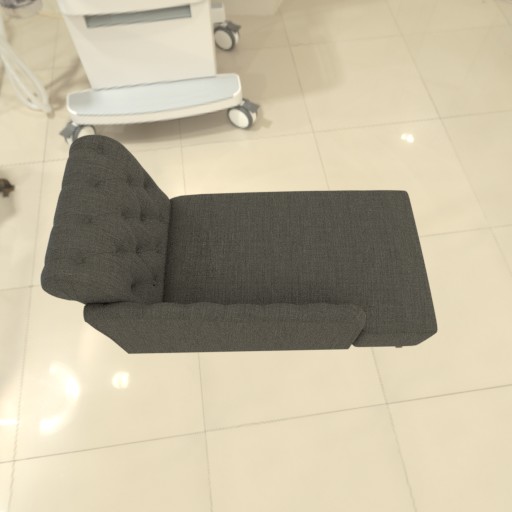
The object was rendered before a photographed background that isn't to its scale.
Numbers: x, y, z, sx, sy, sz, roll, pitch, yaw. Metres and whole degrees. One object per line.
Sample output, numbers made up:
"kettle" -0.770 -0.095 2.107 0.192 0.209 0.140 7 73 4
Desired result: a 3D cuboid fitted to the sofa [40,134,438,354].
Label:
"sofa" 0.000 0.000 1.806 1.379 0.787 0.675 -1 62 -1
